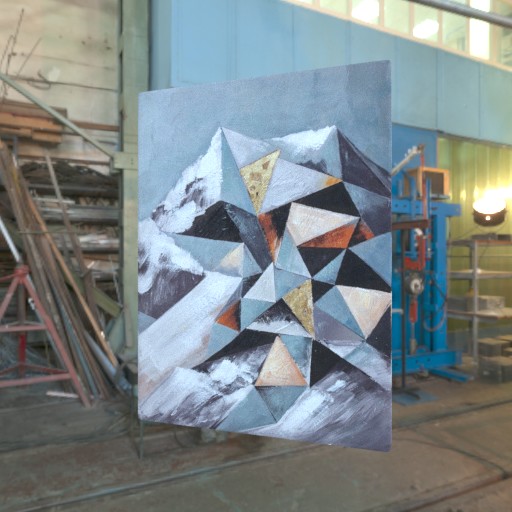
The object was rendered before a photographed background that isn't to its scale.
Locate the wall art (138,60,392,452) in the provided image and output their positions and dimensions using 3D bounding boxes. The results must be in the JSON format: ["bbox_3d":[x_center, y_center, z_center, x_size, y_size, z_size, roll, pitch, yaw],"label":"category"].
[{"bbox_3d":[0.000,0.000,0.778,0.455,0.613,0.037,0,0,18],"label":"wall art"}]
